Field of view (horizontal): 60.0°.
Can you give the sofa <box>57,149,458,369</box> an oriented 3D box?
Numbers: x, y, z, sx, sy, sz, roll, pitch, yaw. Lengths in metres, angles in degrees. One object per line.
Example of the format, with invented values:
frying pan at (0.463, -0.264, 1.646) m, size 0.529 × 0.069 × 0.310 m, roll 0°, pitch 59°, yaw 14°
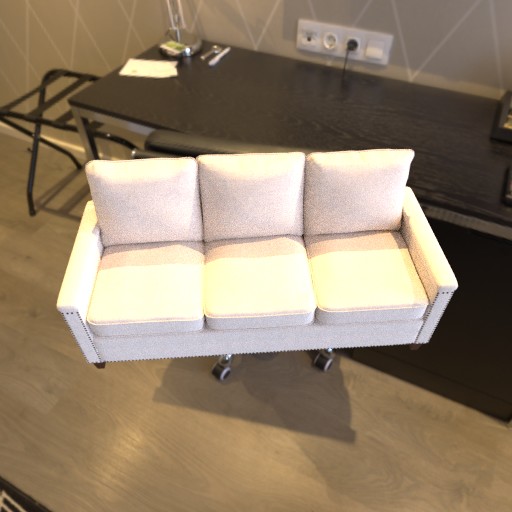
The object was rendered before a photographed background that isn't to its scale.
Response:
sofa at (0.000, 0.000, 2.469) m, size 1.925 × 0.961 × 0.828 m, roll -3°, pitch 46°, yaw -3°
